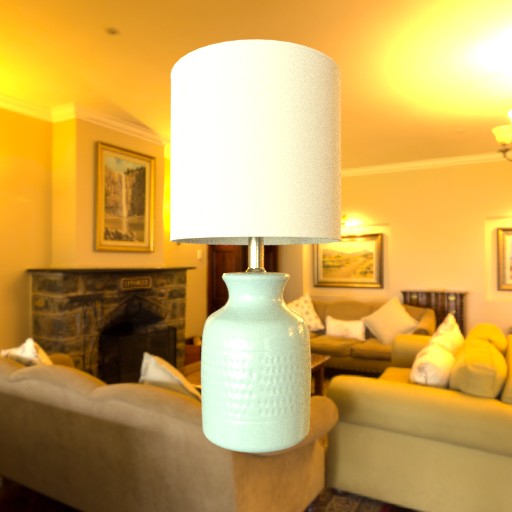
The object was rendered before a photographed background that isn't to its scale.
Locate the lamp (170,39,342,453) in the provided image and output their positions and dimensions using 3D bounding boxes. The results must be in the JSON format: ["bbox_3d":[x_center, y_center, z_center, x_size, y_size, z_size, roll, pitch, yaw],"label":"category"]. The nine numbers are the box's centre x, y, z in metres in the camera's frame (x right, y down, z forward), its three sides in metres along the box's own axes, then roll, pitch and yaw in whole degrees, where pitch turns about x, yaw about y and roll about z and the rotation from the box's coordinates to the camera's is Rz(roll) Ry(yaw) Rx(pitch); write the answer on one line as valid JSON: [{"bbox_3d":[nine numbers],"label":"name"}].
[{"bbox_3d":[0.000,0.000,1.100,0.418,0.871,0.418,0,-1,-19],"label":"lamp"}]
